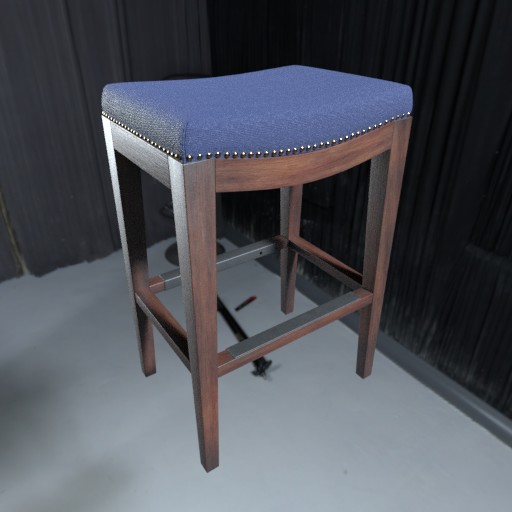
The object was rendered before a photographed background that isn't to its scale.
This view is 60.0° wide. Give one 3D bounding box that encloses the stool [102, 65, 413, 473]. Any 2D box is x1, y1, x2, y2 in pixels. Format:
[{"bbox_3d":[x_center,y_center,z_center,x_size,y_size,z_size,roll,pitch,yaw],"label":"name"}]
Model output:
[{"bbox_3d":[0.000,0.000,0.999,0.498,0.740,0.358,-19,36,-29],"label":"stool"}]
